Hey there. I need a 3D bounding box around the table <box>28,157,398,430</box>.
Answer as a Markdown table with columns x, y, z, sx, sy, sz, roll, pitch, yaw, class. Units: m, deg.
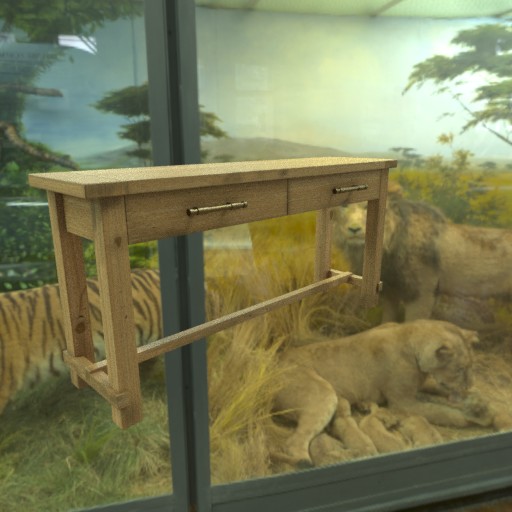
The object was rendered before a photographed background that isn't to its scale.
| x | y | z | sx | sy | sz | roll | pitch | yaw | class |
| --- | --- | --- | --- | --- | --- | --- | --- | --- | --- |
| 0.000 | 0.000 | 1.894 | 1.599 | 0.762 | 0.442 | -15 | 21 | -43 | table |
